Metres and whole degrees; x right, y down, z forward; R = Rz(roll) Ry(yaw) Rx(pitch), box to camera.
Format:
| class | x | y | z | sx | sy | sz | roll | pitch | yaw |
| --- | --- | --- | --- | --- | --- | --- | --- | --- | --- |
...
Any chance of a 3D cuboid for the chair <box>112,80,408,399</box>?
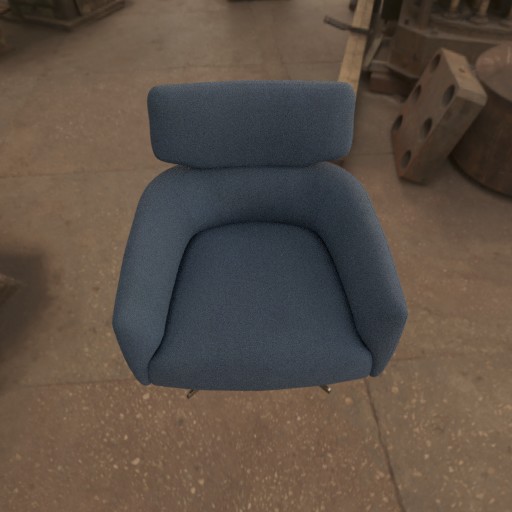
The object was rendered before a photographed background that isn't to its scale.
| class | x | y | z | sx | sy | sz | roll | pitch | yaw |
| --- | --- | --- | --- | --- | --- | --- | --- | --- | --- |
| chair | 0.000 | 0.000 | 1.375 | 0.738 | 0.813 | 0.761 | -2 | 46 | -2 |
